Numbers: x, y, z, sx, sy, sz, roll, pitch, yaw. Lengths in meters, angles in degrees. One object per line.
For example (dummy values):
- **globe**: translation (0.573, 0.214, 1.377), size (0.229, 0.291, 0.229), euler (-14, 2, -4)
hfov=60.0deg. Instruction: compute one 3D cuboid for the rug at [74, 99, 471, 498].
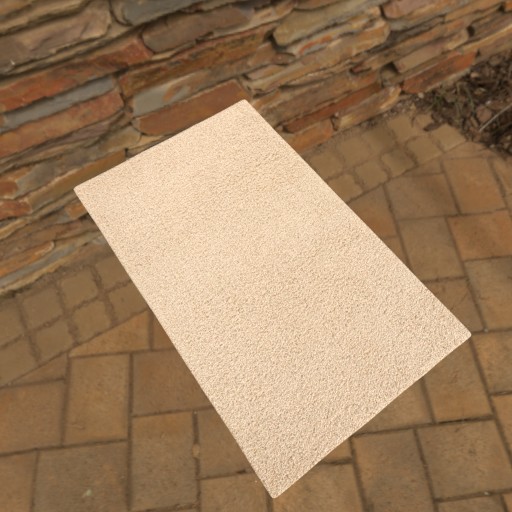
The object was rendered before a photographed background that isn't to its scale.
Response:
- **rug**: translation (0.000, 0.000, 2.972), size (1.524, 0.030, 2.438), euler (-33, 68, -15)
